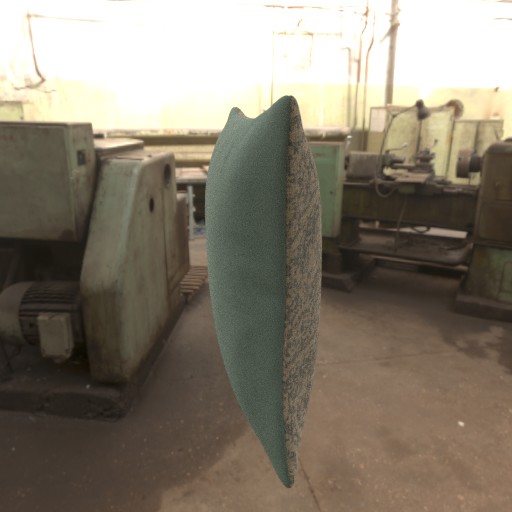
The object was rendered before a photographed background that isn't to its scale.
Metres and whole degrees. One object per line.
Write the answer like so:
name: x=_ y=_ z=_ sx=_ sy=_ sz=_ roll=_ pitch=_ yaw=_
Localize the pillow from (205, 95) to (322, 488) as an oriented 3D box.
pillow: x=0.000 y=0.000 z=0.774 sx=0.166 sy=0.507 sz=0.526 roll=-3 pitch=17 yaw=-9
